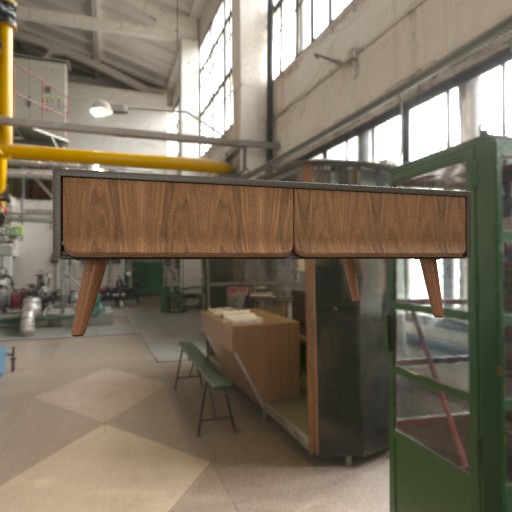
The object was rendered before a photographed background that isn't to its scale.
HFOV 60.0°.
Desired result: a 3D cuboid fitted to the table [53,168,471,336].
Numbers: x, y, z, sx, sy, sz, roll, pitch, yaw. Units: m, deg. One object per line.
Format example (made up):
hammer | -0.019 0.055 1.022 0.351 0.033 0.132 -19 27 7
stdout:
table | 0.000 0.000 1.526 1.201 0.404 0.703 0 0 -18
